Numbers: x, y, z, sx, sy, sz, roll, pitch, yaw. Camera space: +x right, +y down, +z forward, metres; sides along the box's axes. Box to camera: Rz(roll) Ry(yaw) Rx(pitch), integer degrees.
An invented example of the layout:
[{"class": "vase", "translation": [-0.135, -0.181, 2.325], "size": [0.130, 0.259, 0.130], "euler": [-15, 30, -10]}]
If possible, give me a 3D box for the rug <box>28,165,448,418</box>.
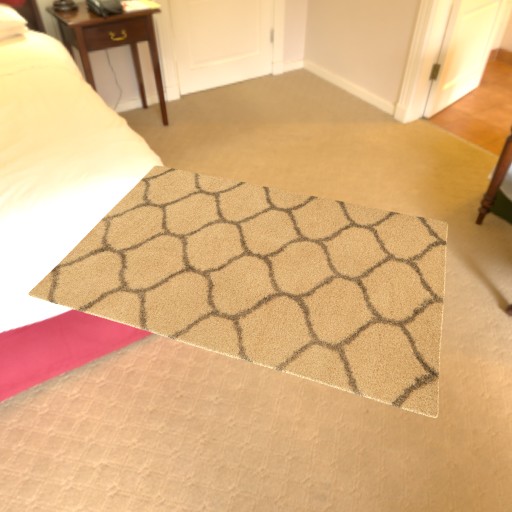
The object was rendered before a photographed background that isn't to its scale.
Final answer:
[{"class": "rug", "translation": [0.000, 0.000, 3.336], "size": [2.701, 0.026, 1.801], "euler": [13, 44, 14]}]
